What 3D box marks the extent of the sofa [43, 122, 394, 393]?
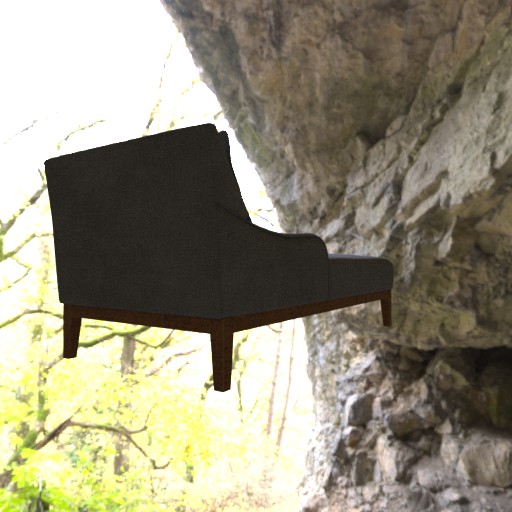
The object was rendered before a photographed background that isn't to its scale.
[{"bbox_3d":[0.000,0.000,2.277,0.894,0.859,1.779,0,0,34],"label":"sofa"}]
